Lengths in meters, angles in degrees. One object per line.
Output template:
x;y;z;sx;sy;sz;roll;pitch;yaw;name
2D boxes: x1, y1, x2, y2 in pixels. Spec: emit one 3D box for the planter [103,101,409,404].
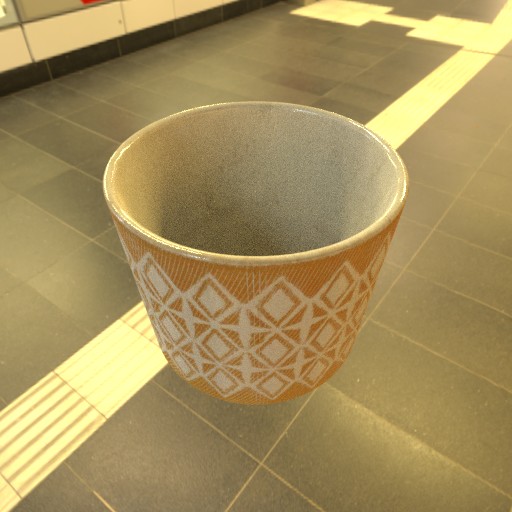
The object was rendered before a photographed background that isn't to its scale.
0.000;0.000;0.342;0.193;0.165;0.193;0;42;0;planter
